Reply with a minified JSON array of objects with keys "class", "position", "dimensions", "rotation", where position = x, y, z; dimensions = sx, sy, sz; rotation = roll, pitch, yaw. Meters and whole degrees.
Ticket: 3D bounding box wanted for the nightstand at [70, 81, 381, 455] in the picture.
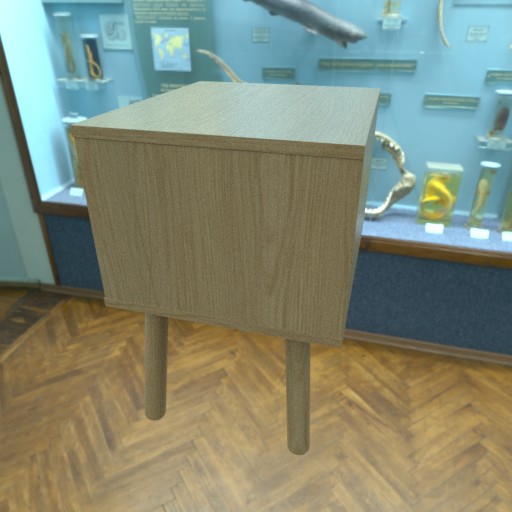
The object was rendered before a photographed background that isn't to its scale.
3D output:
[{"class":"nightstand","position":[0.000,0.000,0.862],"dimensions":[0.380,0.571,0.450],"rotation":[8,30,14]}]
